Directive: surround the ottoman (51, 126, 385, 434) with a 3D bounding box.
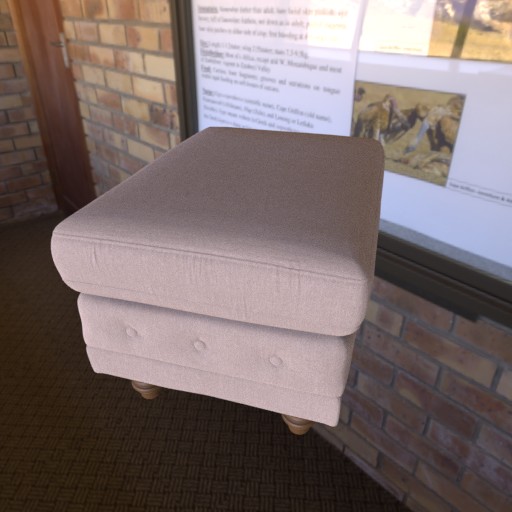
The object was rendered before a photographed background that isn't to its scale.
[{"bbox_3d":[0.000,0.000,1.121,0.569,0.500,0.771,8,31,14],"label":"ottoman"}]
